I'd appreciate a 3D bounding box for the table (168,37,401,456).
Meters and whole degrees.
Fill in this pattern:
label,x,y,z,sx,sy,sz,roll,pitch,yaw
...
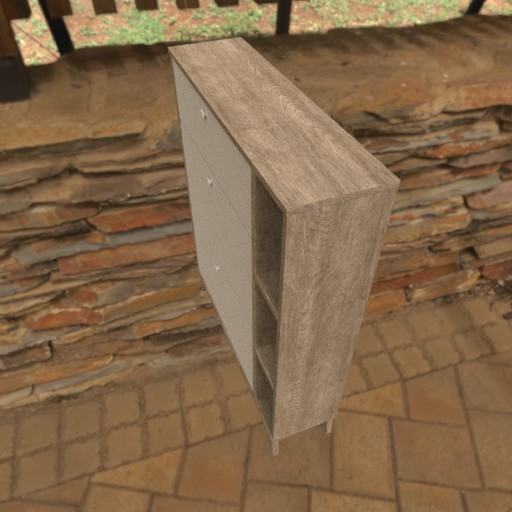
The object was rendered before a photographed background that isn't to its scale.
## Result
label,x,y,z,sx,sy,sz,roll,pitch,yaw
table,0.000,0.000,1.543,0.256,1.135,0.902,-16,46,-16
